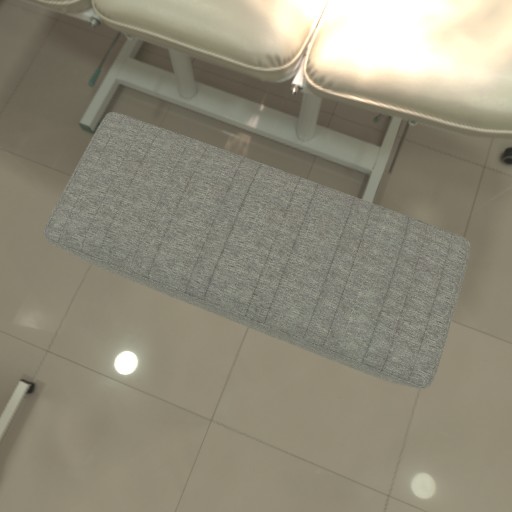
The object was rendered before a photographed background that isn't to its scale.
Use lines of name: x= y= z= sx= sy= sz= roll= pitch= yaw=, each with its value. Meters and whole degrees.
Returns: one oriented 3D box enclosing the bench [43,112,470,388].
bench: x=0.000 y=0.000 z=1.365 sx=1.100 sy=0.470 sz=0.429 roll=21 pitch=76 yaw=5
